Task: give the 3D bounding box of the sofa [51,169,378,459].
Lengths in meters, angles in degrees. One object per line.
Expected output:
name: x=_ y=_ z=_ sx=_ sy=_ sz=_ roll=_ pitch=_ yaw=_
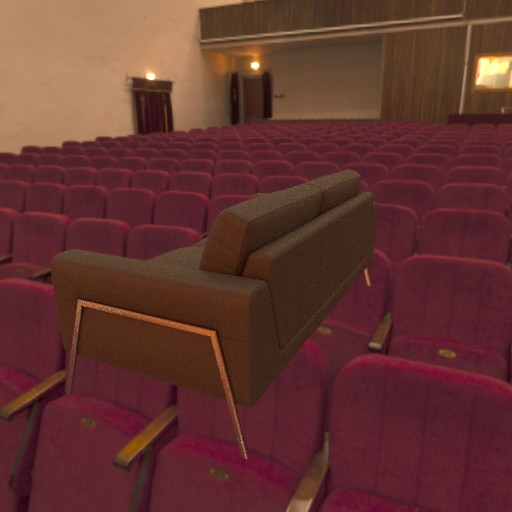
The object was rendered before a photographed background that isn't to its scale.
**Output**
sofa: x=0.000 y=0.000 z=2.541 sx=0.953 sy=0.875 sz=2.017 roll=8 pitch=18 yaw=25
